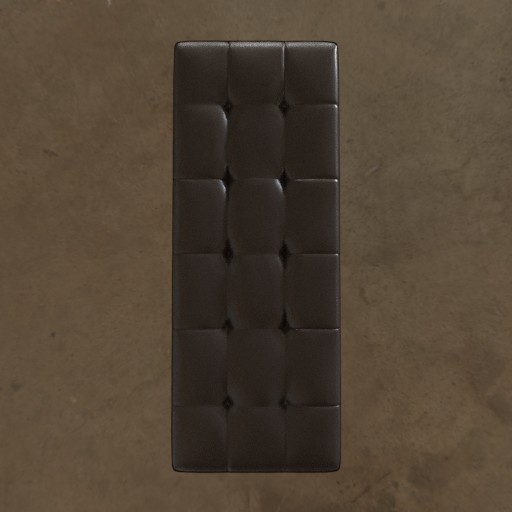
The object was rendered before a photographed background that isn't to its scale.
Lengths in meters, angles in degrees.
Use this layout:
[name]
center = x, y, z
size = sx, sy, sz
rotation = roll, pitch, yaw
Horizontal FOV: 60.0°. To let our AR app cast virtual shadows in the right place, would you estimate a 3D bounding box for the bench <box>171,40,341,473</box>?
[bench]
center = 0.000, 0.000, 1.332
size = 0.432, 0.460, 1.105
rotation = 0, 88, 0
